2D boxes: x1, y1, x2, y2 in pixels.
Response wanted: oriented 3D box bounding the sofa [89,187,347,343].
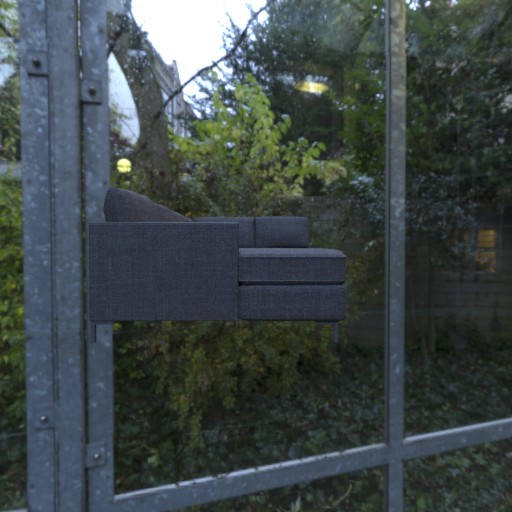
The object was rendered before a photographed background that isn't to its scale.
[{"bbox_3d":[0.000,0.000,4.350,2.048,0.999,3.423,0,1,-1],"label":"sofa"}]
